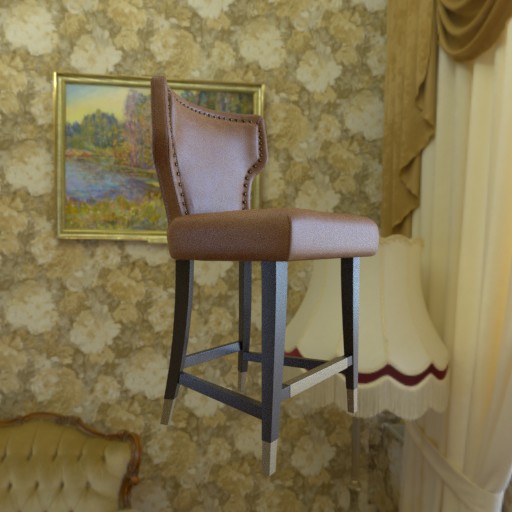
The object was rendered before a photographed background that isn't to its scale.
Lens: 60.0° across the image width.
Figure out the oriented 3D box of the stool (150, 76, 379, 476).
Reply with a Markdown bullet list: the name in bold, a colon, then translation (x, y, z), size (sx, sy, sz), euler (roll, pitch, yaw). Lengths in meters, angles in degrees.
- **stool**: translation (0.000, 0.000, 1.311), size (0.563, 0.982, 0.526), euler (1, 2, 36)
